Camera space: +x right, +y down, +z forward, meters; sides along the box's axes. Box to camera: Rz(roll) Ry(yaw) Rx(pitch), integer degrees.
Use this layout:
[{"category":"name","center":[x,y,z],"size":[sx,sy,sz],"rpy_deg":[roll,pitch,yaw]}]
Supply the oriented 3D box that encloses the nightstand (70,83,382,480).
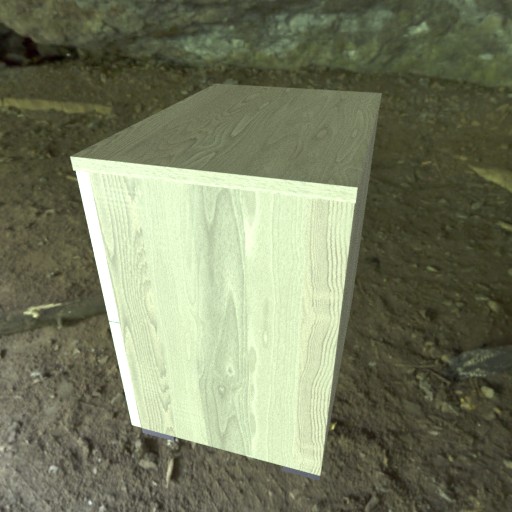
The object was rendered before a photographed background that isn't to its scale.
[{"category":"nightstand","center":[0.000,0.000,0.748],"size":[0.325,0.461,0.442],"rpy_deg":[9,32,14]}]
